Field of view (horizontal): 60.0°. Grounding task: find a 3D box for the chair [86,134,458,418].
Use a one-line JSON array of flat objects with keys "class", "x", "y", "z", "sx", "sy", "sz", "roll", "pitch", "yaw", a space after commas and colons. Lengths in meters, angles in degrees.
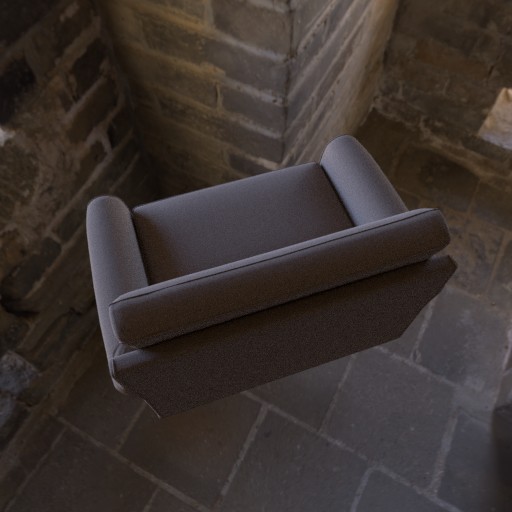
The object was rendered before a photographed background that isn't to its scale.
[{"class": "chair", "x": 0.000, "y": 0.000, "z": 2.015, "sx": 1.390, "sy": 0.930, "sz": 0.930, "roll": -16, "pitch": 60, "yaw": -9}]
